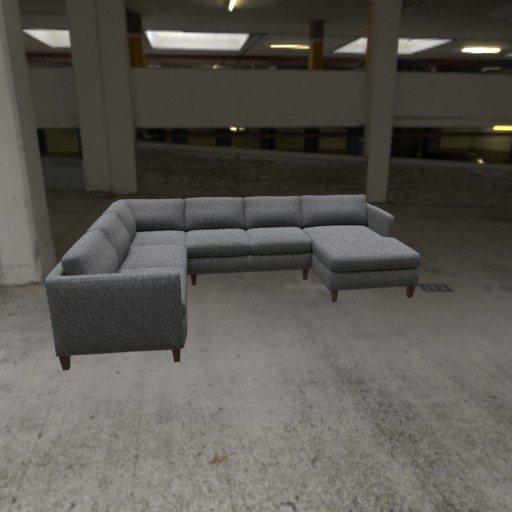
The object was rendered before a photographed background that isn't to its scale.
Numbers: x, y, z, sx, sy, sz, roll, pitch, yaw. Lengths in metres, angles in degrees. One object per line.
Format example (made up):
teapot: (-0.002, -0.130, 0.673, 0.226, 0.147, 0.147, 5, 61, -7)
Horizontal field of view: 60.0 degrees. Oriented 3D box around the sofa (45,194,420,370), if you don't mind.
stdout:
sofa: (0.000, 0.000, 4.408, 3.238, 0.853, 2.551, -2, 17, -8)
